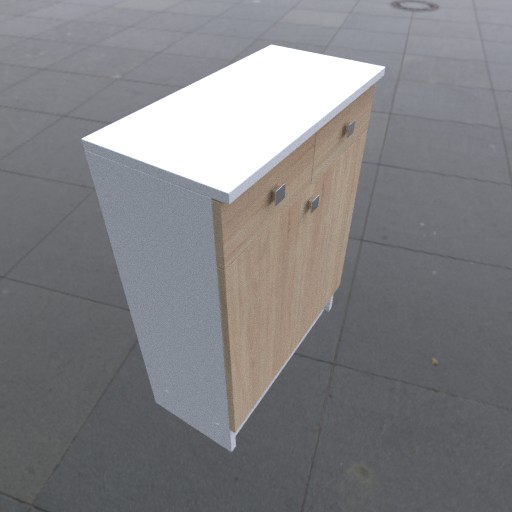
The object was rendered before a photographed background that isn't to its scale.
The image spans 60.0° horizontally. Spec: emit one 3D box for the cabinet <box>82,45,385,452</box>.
[{"bbox_3d":[0.000,0.000,1.123,0.296,0.815,0.600,23,47,24],"label":"cabinet"}]
